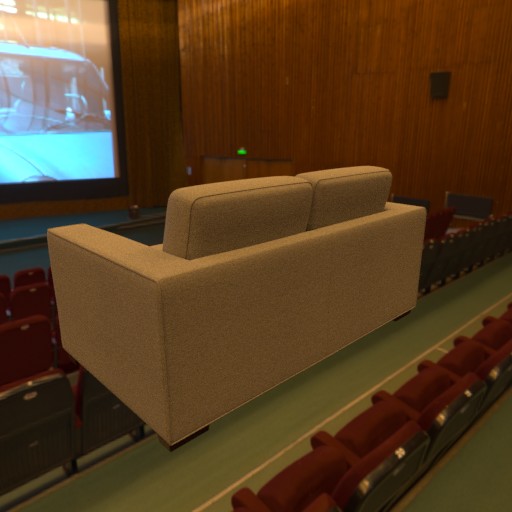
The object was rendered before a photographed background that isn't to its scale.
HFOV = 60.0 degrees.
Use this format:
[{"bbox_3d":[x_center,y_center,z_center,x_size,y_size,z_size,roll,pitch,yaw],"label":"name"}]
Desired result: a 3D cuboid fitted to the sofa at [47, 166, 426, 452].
[{"bbox_3d":[0.000,0.000,2.398,1.812,0.924,1.007,-16,23,-41],"label":"sofa"}]
